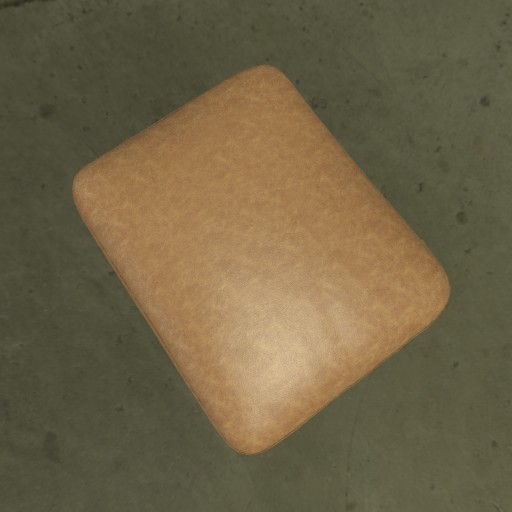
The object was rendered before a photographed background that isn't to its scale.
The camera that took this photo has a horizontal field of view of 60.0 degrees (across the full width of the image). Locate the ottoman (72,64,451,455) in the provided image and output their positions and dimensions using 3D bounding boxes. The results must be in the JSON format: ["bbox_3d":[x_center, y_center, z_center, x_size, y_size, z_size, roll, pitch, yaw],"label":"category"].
[{"bbox_3d":[0.000,0.000,1.142,0.593,0.478,0.747,-34,78,-8],"label":"ottoman"}]
